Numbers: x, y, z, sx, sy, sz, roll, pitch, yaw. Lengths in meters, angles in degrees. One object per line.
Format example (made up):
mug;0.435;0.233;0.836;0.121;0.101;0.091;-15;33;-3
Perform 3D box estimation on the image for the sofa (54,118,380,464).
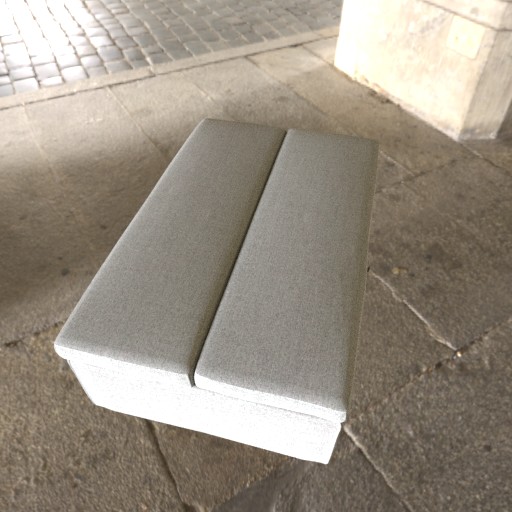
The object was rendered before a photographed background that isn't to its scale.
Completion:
sofa;0.000;0.000;1.649;0.817;0.434;1.250;10;47;10
